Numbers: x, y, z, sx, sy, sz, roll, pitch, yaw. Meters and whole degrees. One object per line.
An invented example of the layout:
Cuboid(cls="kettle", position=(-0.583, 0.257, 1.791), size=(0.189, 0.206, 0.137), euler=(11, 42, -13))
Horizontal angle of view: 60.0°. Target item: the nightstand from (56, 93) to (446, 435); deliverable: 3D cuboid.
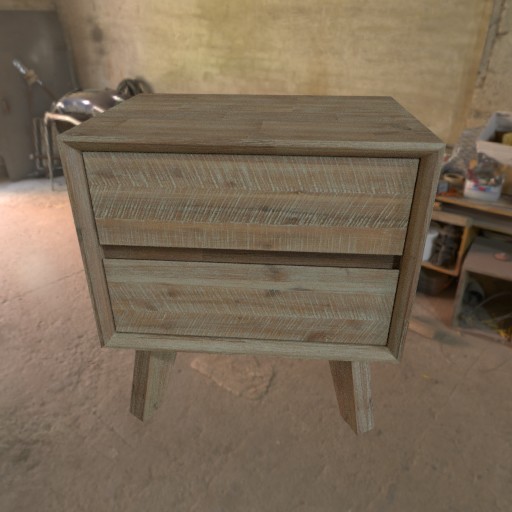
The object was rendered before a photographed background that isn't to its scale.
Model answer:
Cuboid(cls="nightstand", position=(0.000, 0.000, 0.938), size=(0.552, 0.589, 0.396), euler=(2, 29, 4))
